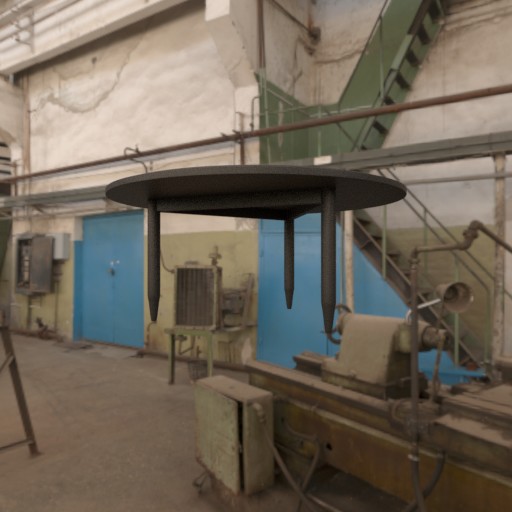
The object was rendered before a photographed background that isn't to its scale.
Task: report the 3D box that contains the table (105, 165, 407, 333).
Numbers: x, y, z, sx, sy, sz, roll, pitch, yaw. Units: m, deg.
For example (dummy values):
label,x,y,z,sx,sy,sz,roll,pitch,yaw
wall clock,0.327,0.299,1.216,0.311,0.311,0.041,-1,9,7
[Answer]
label,x,y,z,sx,sy,sz,roll,pitch,yaw
table,0.000,0.000,1.397,0.900,0.400,0.900,0,0,0
